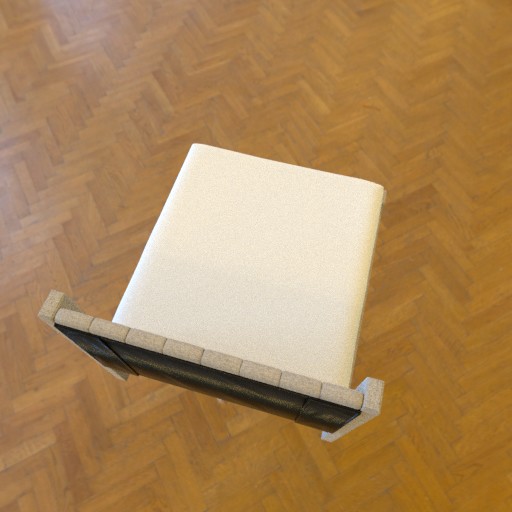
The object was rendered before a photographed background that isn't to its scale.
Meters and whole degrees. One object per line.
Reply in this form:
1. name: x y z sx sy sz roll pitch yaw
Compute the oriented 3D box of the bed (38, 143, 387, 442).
1. bed: 0.000 0.000 3.778 2.044 1.748 2.372 14 63 7
